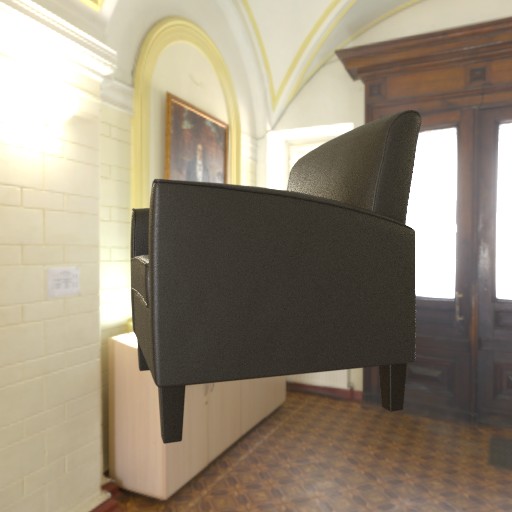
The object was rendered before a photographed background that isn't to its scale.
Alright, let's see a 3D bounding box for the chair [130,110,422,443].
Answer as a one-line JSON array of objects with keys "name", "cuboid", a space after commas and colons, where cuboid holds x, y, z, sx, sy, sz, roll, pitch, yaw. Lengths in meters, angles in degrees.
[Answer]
[{"name": "chair", "cuboid": [0.000, 0.000, 1.562, 0.819, 0.916, 0.820, 0, 1, -19]}]
